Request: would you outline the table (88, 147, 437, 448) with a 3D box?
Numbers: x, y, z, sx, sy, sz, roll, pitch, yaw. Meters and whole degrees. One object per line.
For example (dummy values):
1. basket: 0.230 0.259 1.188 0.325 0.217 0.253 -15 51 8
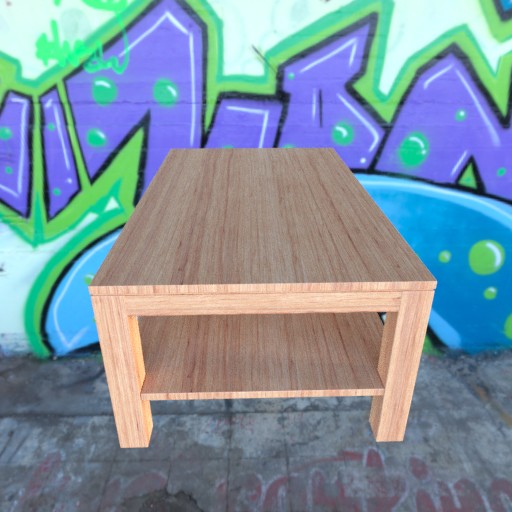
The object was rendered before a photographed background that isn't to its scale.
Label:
1. table: 0.000 0.000 1.494 0.695 0.457 1.146 -1 27 -1
